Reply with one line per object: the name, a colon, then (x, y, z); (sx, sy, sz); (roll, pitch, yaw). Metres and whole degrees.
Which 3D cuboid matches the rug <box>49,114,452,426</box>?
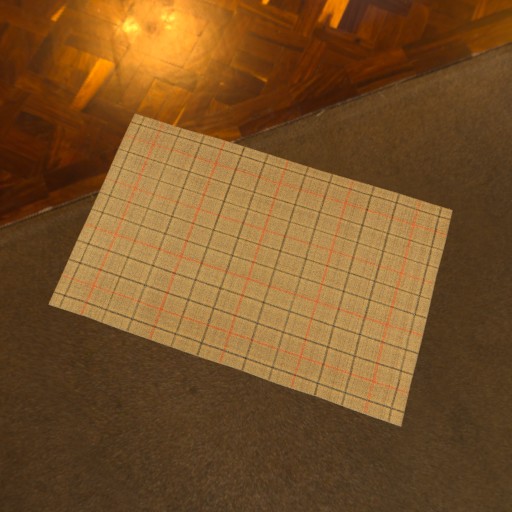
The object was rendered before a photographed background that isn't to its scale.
rug: (0.000, 0.000, 3.069); (2.439, 0.015, 1.524); (18, 76, 5)
